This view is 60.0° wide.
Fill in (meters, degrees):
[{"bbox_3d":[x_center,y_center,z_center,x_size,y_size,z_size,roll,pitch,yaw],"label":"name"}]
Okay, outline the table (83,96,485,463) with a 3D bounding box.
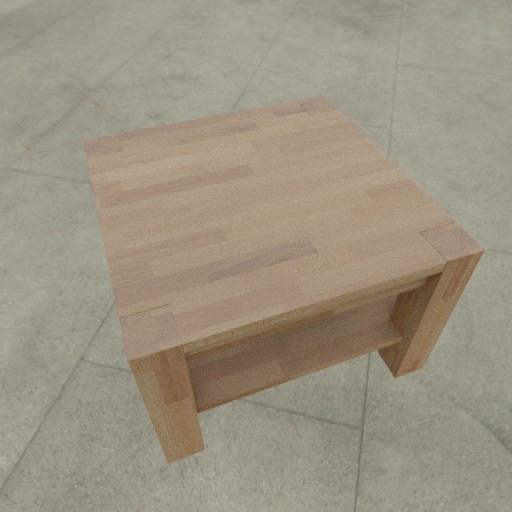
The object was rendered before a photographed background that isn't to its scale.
[{"bbox_3d":[0.000,0.000,1.177,0.700,0.451,0.700,-15,48,-14],"label":"table"}]
